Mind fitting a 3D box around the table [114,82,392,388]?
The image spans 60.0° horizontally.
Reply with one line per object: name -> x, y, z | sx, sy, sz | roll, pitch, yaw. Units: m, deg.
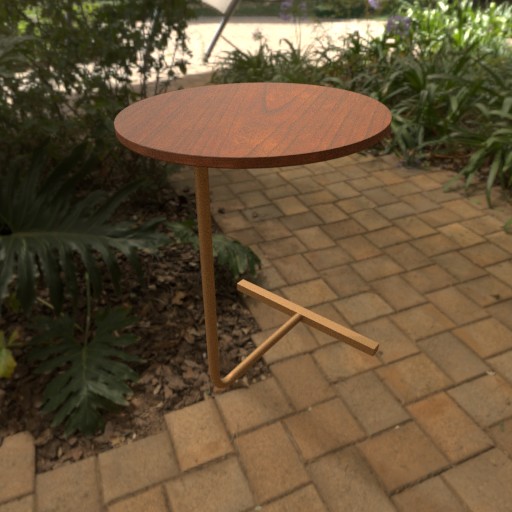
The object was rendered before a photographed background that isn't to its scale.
table -> 0.000, 0.000, 1.096 | 0.530, 0.706, 0.577 | 23, 39, 32
